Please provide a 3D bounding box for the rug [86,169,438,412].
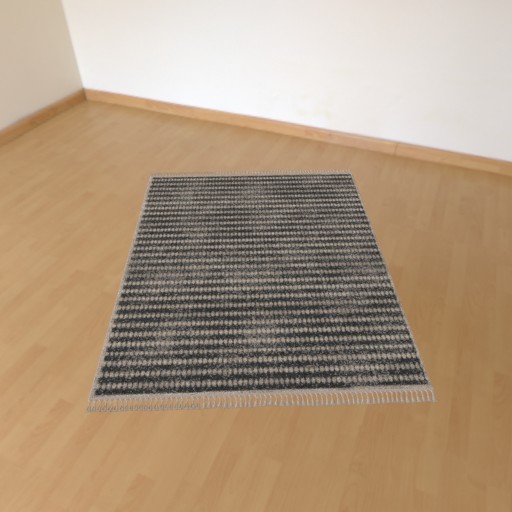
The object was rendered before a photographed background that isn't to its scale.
[{"bbox_3d":[0.000,0.000,3.911,2.256,0.013,2.910,-1,41,-1],"label":"rug"}]
